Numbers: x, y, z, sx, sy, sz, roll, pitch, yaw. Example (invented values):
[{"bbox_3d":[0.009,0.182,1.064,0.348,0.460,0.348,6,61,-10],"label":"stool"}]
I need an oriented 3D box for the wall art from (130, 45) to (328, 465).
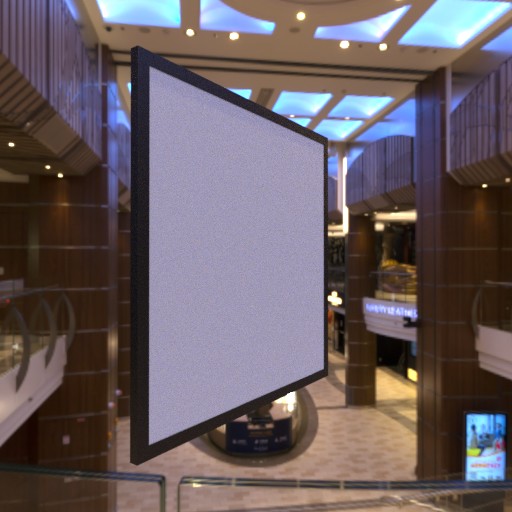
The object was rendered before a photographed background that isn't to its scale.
[{"bbox_3d":[0.000,0.000,1.184,0.022,0.807,0.807,0,0,36],"label":"wall art"}]
